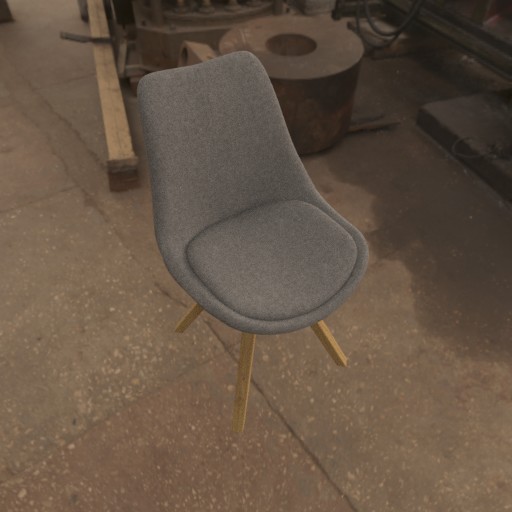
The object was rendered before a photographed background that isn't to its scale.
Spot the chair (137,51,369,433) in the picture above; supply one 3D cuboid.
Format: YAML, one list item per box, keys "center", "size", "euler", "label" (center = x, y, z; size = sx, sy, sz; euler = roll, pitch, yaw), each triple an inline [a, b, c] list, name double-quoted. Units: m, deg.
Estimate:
- center: [0.000, 0.000, 1.198]
  size: [0.483, 0.865, 0.550]
  euler: [-25, 50, -23]
  label: "chair"
